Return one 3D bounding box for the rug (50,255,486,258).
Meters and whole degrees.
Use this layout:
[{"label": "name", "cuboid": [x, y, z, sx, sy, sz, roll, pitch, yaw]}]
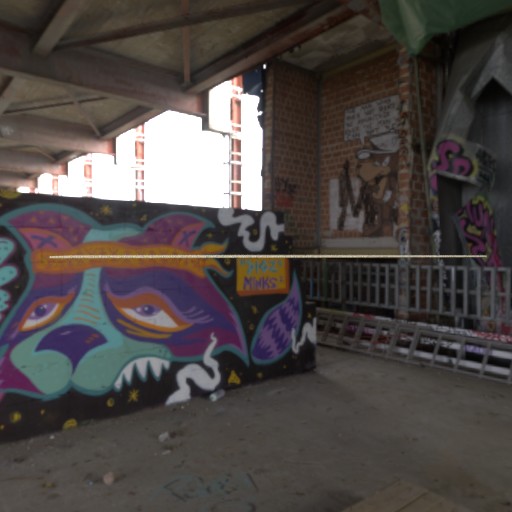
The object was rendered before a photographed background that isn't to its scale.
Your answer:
[{"label": "rug", "cuboid": [0.000, 0.000, 2.205, 1.747, 0.006, 1.143, 0, 0, -19]}]
